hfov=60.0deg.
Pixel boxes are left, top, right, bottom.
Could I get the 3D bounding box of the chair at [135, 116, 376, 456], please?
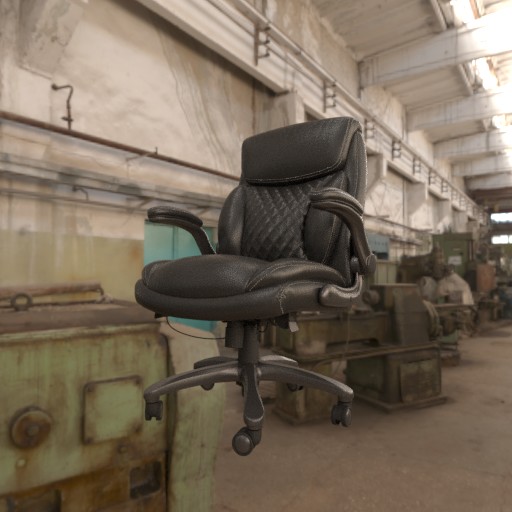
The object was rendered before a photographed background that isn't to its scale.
[{"bbox_3d":[0.000,0.000,1.610,0.782,1.110,0.724,-1,-1,36],"label":"chair"}]
